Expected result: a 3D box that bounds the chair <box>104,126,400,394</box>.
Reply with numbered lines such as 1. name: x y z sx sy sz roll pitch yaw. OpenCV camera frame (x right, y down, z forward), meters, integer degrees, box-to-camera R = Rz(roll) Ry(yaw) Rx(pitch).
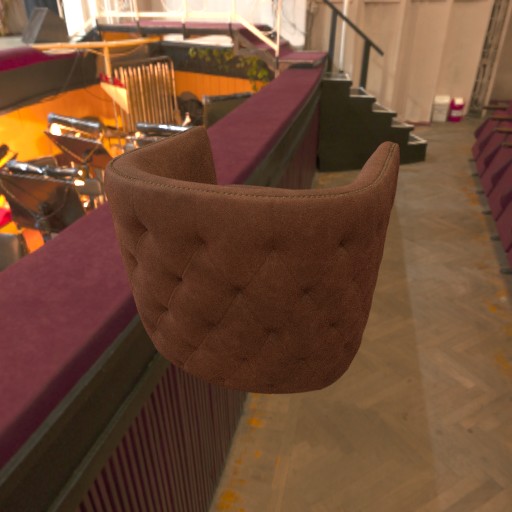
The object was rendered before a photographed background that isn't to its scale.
1. chair: 0.000 0.000 1.530 0.850 0.790 0.870 9 31 16
